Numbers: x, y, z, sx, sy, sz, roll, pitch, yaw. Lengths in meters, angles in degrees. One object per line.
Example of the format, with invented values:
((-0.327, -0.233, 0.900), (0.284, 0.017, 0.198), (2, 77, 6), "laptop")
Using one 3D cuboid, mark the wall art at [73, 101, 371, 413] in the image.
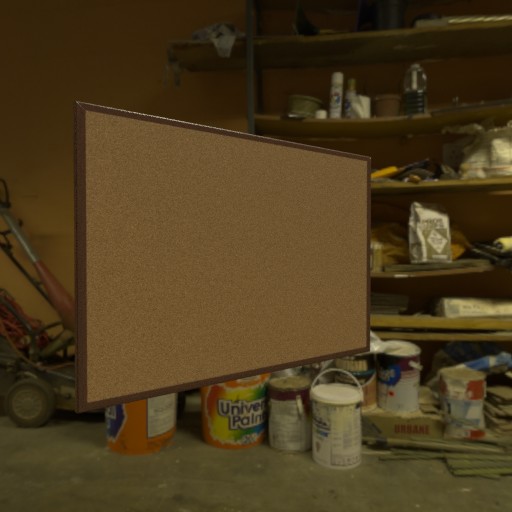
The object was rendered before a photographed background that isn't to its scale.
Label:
((0.000, 0.000, 0.846), (0.660, 0.455, 0.014), (-1, 1, -37), "wall art")
